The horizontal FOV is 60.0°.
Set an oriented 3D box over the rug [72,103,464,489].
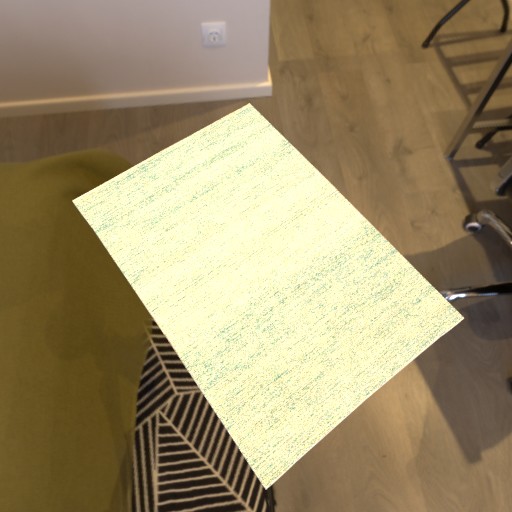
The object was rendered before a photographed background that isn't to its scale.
[{"bbox_3d":[0.000,0.000,2.997,1.593,0.029,2.305,-34,68,-15],"label":"rug"}]
